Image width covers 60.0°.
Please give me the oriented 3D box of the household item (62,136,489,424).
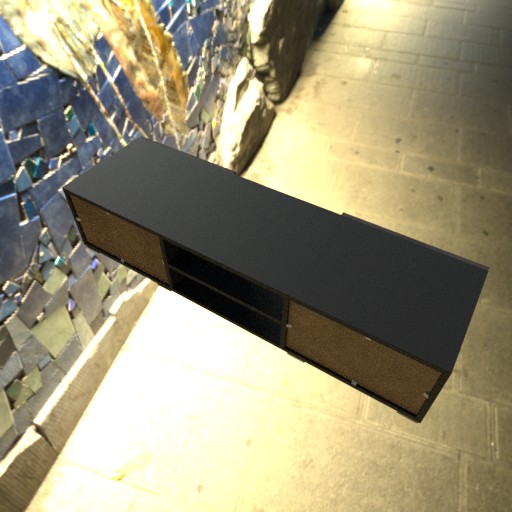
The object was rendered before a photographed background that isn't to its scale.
[{"bbox_3d":[0.000,0.000,1.581,1.400,0.310,0.420,24,51,22],"label":"household item"}]
